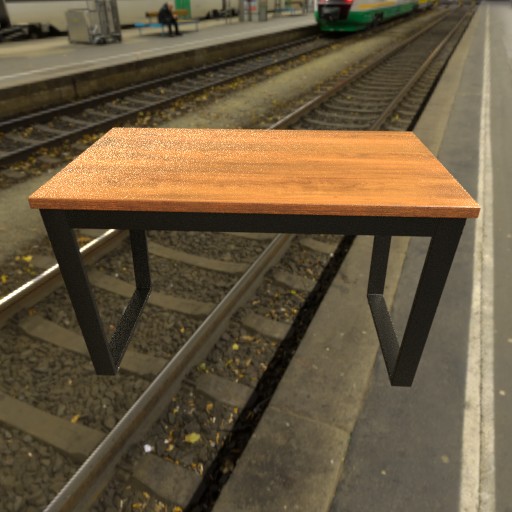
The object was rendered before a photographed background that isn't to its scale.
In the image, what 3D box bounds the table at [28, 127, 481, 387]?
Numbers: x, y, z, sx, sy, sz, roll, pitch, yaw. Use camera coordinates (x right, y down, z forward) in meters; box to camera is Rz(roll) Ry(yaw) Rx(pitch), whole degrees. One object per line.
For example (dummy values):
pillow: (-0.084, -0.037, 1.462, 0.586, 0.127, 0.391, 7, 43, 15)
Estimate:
table: (0.000, 0.000, 1.675, 1.205, 0.760, 0.714, 1, 31, 2)
